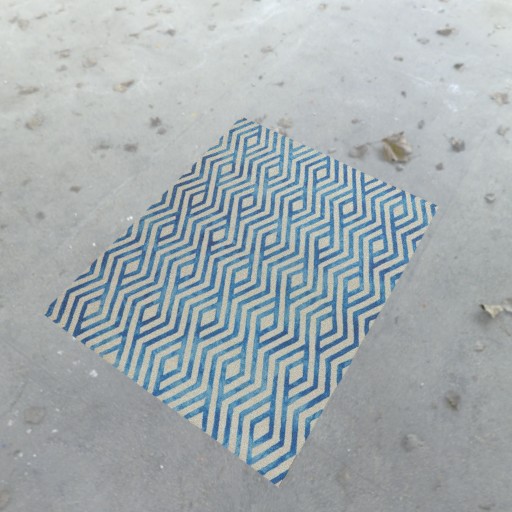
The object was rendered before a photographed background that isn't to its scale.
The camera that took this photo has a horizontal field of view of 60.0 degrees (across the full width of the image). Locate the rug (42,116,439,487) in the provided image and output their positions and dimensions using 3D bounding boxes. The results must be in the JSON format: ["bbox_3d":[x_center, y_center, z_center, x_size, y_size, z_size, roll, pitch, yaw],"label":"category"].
[{"bbox_3d":[0.000,0.000,4.185,2.453,0.008,3.059,29,62,17],"label":"rug"}]
